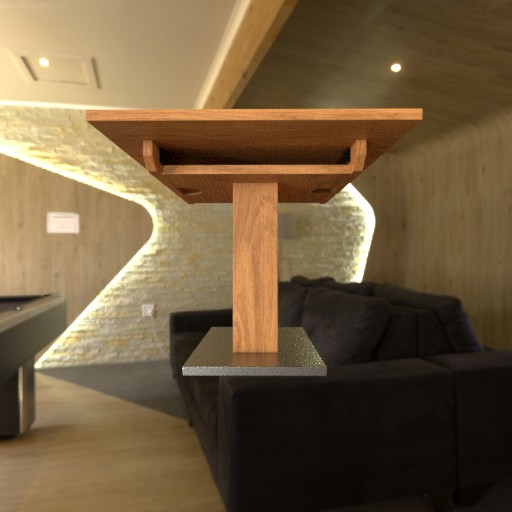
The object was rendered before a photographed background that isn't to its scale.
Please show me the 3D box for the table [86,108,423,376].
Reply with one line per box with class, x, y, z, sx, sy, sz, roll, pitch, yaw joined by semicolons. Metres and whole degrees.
table;0.000;0.000;1.829;0.900;0.770;1.300;0;-1;1
